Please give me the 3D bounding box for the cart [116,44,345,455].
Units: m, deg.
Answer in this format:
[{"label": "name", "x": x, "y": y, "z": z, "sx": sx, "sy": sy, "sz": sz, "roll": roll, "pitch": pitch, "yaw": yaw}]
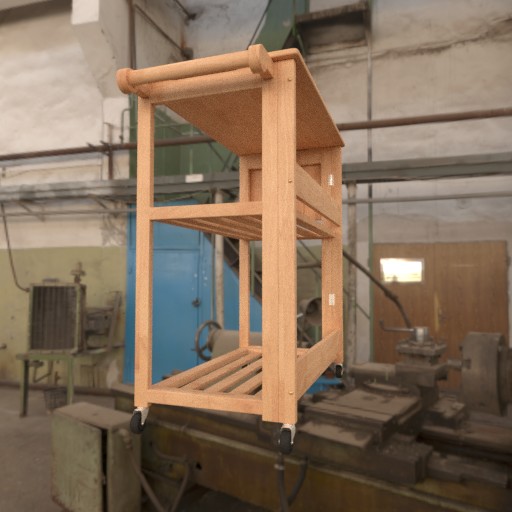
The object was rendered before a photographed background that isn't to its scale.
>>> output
[{"label": "cart", "x": 0.000, "y": 0.000, "z": 1.342, "sx": 0.432, "sy": 0.879, "sz": 0.853, "roll": -1, "pitch": -3, "yaw": 19}]
